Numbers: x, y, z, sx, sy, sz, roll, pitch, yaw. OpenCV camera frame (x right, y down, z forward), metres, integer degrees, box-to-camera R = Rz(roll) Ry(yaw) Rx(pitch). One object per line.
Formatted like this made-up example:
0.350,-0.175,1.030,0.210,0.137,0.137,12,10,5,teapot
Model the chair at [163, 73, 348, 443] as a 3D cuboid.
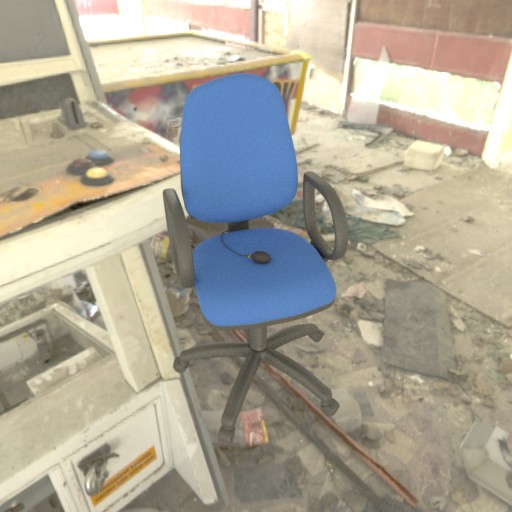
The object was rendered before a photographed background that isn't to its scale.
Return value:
0.000,0.000,1.277,0.552,0.905,0.549,-9,34,-14,chair
